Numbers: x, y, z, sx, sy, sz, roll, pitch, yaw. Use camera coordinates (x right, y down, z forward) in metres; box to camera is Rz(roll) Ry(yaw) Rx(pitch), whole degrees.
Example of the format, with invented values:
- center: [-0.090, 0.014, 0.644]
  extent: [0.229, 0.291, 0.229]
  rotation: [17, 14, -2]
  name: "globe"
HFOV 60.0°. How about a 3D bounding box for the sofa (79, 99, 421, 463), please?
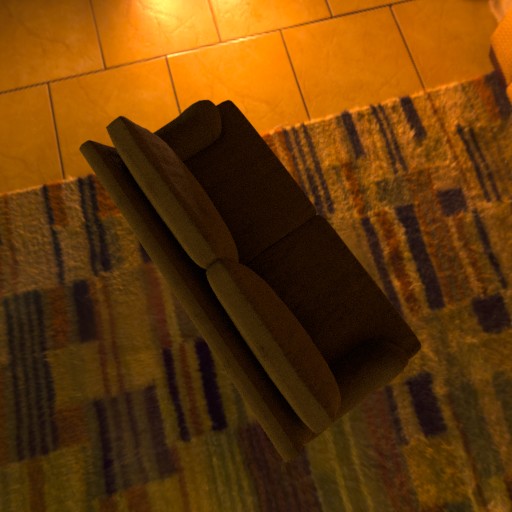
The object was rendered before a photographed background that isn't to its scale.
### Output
- center: [0.000, 0.000, 2.867]
  extent: [1.086, 1.087, 2.165]
  rotation: [-34, 78, -8]
  name: "sofa"
